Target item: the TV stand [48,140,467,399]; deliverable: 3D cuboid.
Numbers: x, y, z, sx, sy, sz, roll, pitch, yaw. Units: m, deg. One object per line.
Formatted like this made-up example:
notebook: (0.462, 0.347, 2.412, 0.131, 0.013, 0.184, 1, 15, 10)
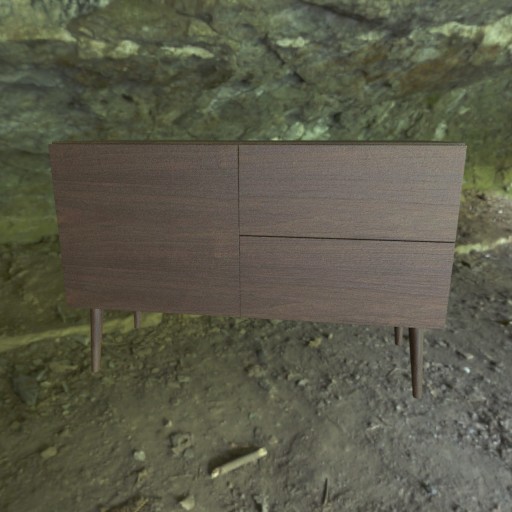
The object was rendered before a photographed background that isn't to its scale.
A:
TV stand: (0.000, 0.000, 1.314, 0.990, 0.660, 0.405, 2, 15, 8)
